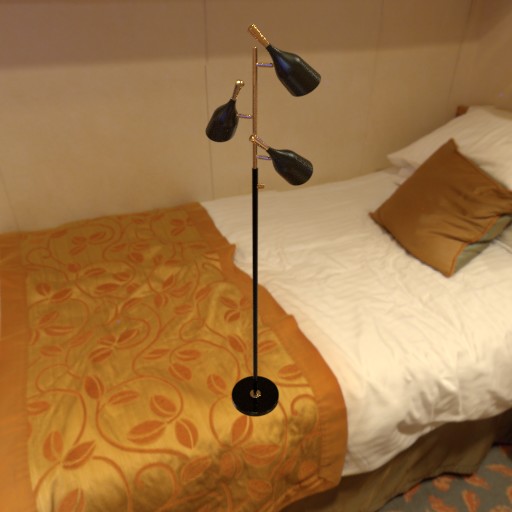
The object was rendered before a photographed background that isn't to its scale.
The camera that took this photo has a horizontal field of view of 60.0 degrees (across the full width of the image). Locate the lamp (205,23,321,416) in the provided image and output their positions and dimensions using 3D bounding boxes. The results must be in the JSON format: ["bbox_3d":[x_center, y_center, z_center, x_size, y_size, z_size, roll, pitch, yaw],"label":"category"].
[{"bbox_3d":[0.000,0.000,1.896,0.434,1.778,0.253,11,34,17],"label":"lamp"}]
